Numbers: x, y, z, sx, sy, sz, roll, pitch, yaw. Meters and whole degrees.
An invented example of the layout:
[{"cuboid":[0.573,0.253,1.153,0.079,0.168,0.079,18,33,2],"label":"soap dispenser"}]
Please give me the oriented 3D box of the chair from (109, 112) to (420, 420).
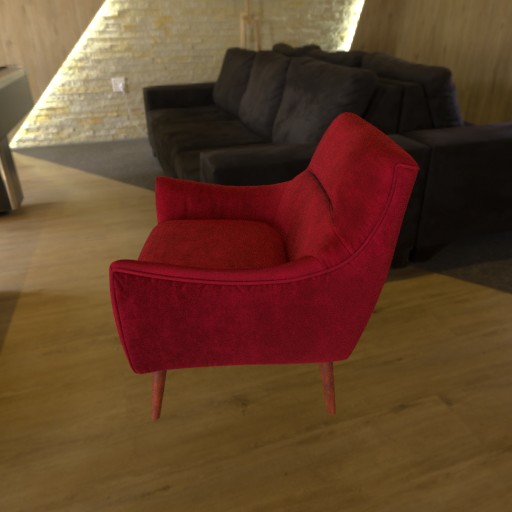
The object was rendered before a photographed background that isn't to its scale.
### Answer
[{"cuboid":[0.000,0.000,1.478,0.787,0.838,0.762,-1,28,-2],"label":"chair"}]
